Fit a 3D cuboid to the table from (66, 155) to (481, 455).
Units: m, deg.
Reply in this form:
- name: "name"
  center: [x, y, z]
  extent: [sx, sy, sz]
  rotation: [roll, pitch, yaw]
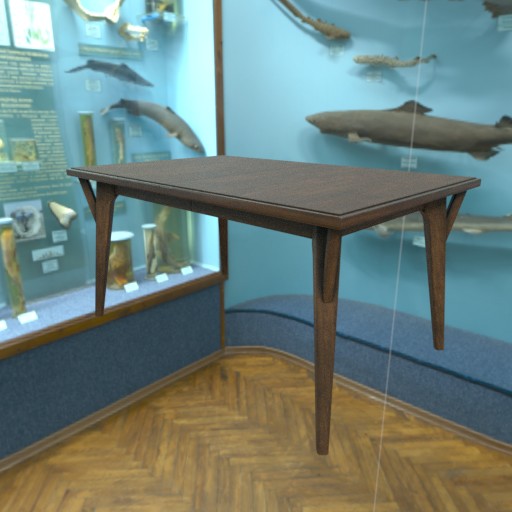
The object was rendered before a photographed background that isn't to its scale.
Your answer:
- name: "table"
  center: [0.000, 0.000, 2.030]
  extent: [1.524, 0.761, 0.990]
  rotation: [16, 24, 41]
